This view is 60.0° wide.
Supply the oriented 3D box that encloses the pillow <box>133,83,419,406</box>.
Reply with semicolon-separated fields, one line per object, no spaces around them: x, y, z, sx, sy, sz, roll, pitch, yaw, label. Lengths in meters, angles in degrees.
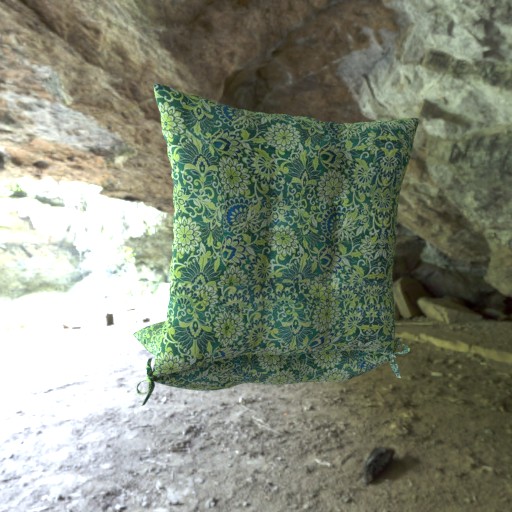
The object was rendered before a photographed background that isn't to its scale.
0.000;0.000;1.002;0.541;0.536;0.585;0;0;-19;pillow
